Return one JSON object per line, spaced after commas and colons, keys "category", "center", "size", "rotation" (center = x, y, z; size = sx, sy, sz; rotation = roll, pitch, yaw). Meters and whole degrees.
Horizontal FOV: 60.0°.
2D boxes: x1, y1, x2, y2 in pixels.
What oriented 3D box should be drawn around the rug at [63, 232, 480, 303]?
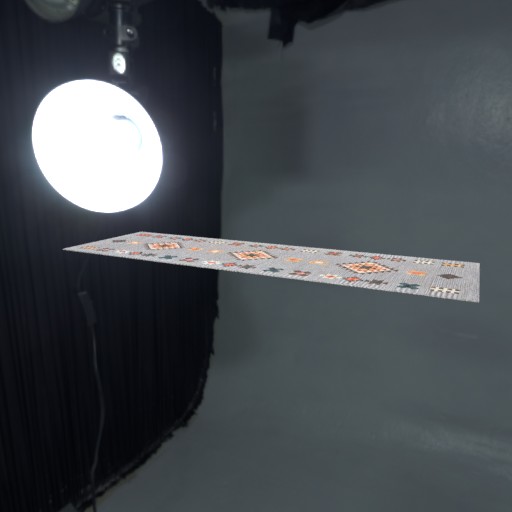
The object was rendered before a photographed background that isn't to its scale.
{"category": "rug", "center": [0.000, 0.000, 2.689], "size": [2.432, 0.008, 0.766], "rotation": [6, 14, 26]}
